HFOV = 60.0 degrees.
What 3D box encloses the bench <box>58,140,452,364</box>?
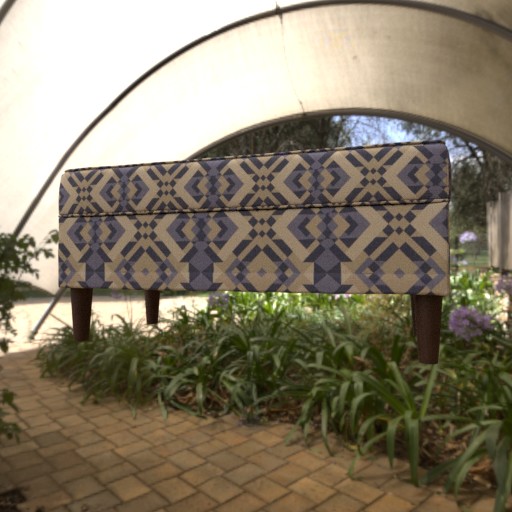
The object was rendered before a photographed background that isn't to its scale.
[{"bbox_3d":[0.000,0.000,1.291,1.016,0.477,0.492,0,-1,18],"label":"bench"}]
